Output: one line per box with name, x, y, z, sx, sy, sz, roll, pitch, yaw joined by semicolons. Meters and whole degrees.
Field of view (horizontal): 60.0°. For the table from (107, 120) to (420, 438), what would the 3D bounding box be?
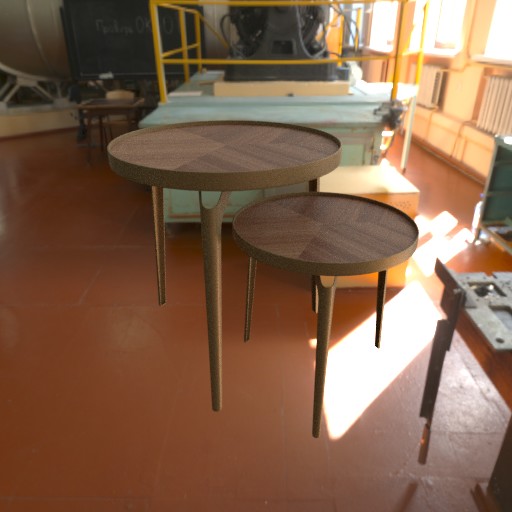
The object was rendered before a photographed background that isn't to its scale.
table;0.000;0.000;1.113;0.751;0.555;0.532;17;31;30
